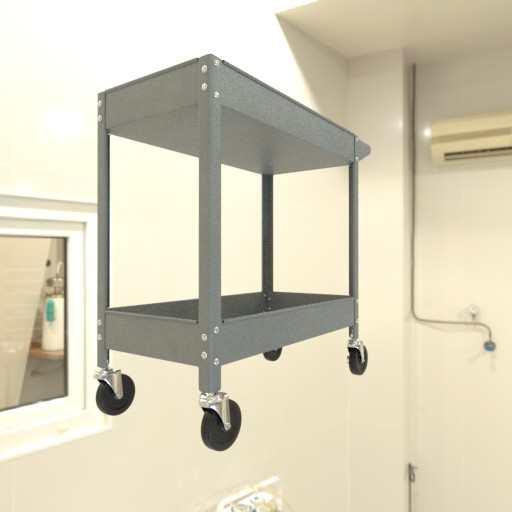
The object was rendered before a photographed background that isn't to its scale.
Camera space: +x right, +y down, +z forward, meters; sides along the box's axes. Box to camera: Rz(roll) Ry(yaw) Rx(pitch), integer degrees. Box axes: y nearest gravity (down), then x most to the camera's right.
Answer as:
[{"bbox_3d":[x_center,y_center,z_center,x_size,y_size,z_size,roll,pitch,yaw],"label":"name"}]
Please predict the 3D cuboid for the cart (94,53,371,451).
[{"bbox_3d":[0.000,0.000,1.192,0.366,0.719,0.779,0,0,36],"label":"cart"}]
